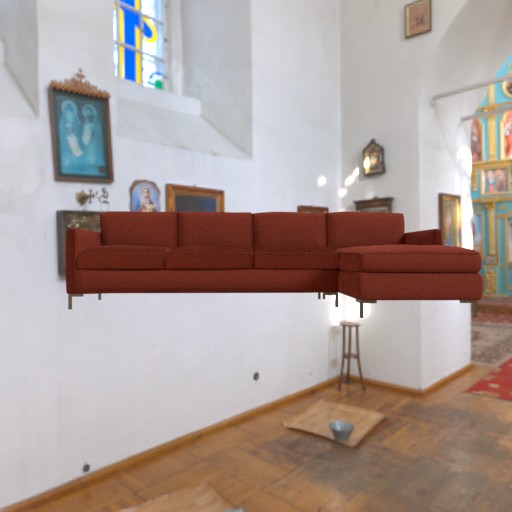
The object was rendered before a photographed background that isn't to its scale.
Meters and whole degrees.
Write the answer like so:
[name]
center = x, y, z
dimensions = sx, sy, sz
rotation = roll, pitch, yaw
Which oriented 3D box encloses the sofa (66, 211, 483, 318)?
[sofa]
center = 0.000, 0.000, 3.488
dimensions = 2.932, 0.810, 1.350
rotation = 0, 0, -2
